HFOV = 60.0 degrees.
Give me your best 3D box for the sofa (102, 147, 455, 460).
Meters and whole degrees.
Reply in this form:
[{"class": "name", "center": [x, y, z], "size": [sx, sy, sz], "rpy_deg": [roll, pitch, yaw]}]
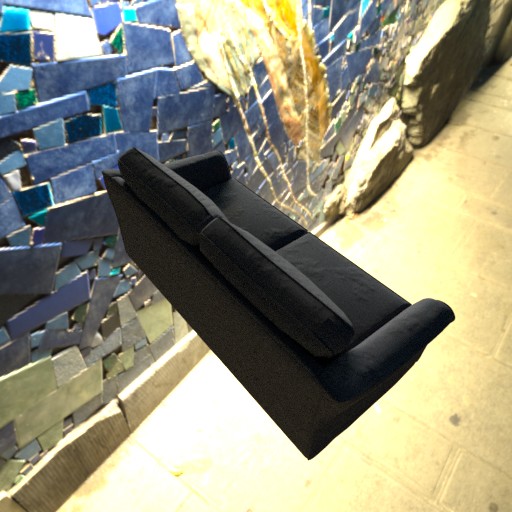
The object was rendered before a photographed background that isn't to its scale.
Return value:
[{"class": "sofa", "center": [0.000, 0.000, 2.812], "size": [0.971, 0.950, 2.270], "rpy_deg": [-28, 49, -28]}]
